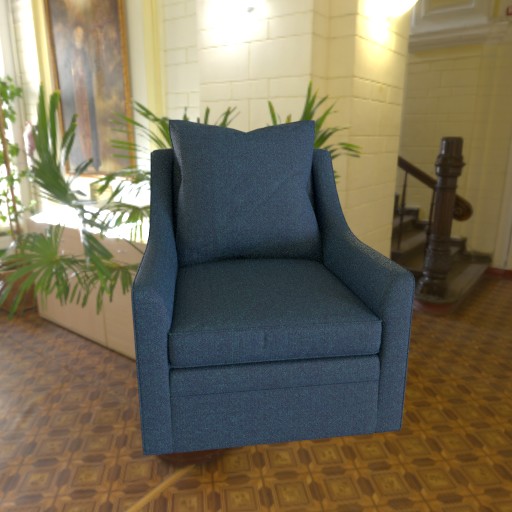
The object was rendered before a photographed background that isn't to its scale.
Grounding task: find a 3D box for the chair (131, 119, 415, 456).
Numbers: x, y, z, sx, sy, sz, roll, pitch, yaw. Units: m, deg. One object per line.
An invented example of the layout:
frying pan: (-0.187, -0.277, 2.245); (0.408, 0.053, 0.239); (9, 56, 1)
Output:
chair: (0.000, 0.000, 1.561); (0.750, 0.939, 0.870); (-2, 15, -8)
